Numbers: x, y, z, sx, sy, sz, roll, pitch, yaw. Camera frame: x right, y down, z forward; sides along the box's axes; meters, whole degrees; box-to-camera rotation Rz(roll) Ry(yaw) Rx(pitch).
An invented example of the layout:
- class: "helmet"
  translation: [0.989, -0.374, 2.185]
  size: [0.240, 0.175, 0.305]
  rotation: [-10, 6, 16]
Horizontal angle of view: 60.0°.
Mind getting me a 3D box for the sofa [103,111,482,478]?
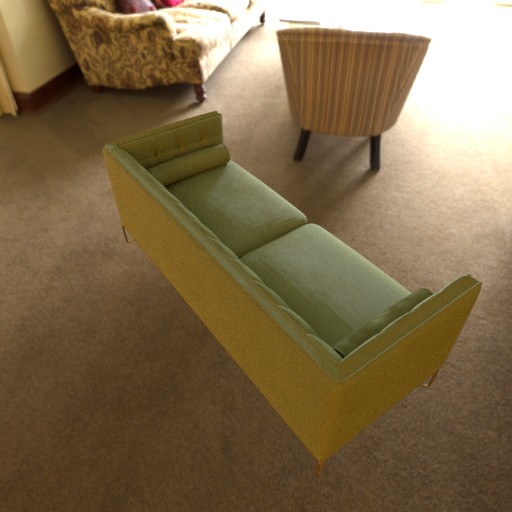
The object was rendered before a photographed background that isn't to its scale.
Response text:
- class: "sofa"
  translation: [0.000, 0.000, 2.521]
  size: [0.867, 0.789, 2.087]
  rotation: [-26, 49, -26]
